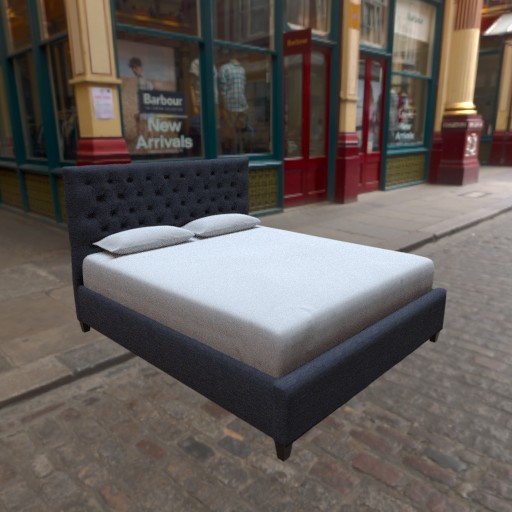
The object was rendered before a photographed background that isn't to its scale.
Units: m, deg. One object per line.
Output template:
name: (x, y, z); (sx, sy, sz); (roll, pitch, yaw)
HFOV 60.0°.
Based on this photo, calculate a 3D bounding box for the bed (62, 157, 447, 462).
bed: (0.000, 0.000, 3.626); (2.387, 1.427, 2.078); (14, 21, 42)
